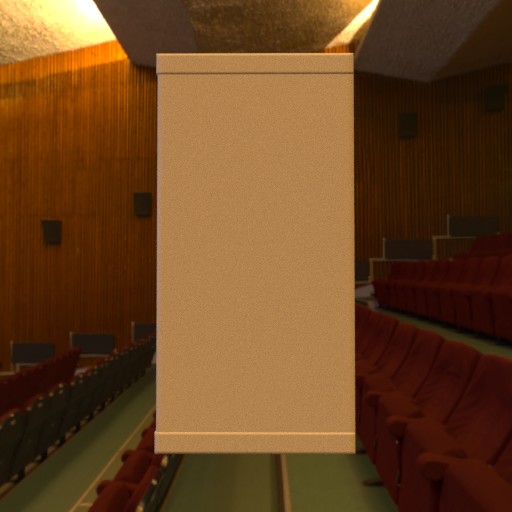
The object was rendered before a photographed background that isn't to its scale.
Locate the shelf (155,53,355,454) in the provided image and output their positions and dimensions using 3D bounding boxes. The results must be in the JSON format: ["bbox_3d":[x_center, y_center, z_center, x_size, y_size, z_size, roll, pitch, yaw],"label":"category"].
[{"bbox_3d":[0.000,0.000,1.264,0.390,0.786,0.790,0,-1,0],"label":"shelf"}]
